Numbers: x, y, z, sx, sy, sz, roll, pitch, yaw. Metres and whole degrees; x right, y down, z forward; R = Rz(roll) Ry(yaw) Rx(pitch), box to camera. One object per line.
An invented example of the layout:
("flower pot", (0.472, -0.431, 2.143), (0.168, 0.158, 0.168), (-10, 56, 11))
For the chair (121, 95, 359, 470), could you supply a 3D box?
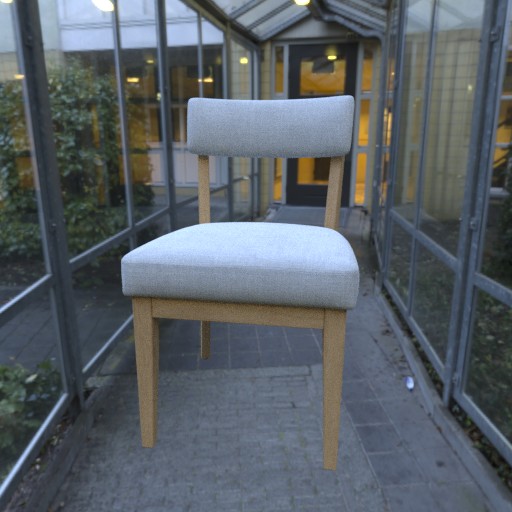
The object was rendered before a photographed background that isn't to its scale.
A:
("chair", (0.000, 0.000, 1.174), (0.508, 0.832, 0.572), (3, 15, 9))
